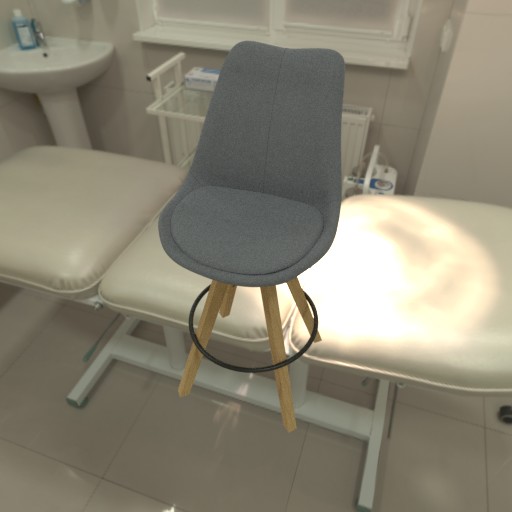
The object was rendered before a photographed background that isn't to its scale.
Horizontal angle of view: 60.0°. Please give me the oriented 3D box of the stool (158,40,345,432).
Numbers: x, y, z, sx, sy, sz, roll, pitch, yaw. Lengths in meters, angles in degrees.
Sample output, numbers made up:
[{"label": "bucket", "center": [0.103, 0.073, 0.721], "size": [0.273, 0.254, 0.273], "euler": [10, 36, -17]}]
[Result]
[{"label": "stool", "center": [0.000, 0.000, 1.396], "size": [0.485, 1.115, 0.550], "euler": [13, 43, 14]}]
